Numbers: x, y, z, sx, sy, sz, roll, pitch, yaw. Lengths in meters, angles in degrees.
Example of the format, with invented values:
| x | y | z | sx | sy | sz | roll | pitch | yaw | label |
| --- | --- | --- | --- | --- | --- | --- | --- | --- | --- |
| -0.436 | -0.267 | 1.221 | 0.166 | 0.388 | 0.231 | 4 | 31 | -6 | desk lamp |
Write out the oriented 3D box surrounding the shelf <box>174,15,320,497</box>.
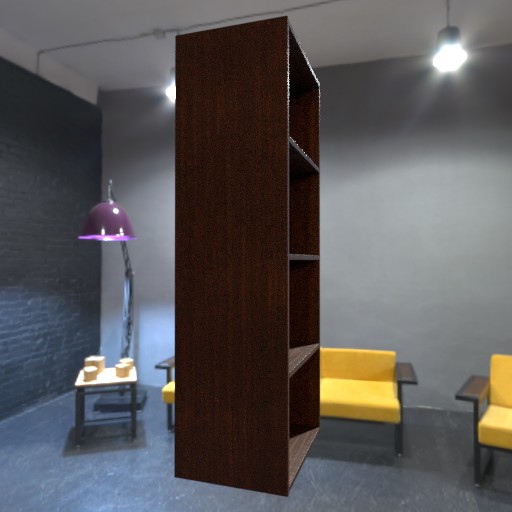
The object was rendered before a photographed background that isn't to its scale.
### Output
| x | y | z | sx | sy | sz | roll | pitch | yaw | label |
| --- | --- | --- | --- | --- | --- | --- | --- | --- | --- |
| 0.000 | 0.000 | 1.251 | 0.290 | 1.099 | 0.415 | 0 | -1 | 18 | shelf |
